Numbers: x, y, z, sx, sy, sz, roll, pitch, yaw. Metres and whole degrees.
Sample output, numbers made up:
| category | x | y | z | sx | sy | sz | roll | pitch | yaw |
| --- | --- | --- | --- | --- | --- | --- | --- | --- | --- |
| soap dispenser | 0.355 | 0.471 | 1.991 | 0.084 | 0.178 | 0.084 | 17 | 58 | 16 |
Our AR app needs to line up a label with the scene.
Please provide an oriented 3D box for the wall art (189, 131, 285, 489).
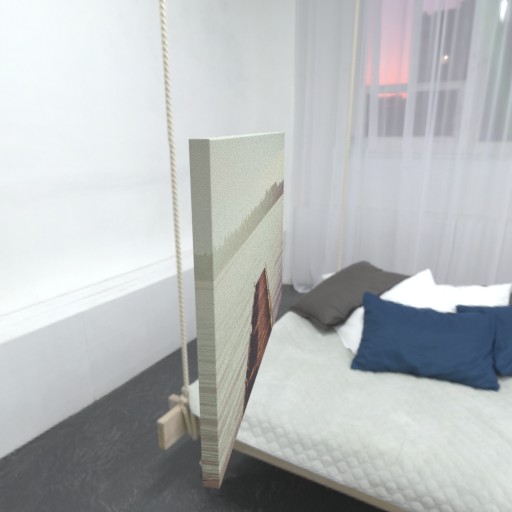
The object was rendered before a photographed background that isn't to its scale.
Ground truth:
| category | x | y | z | sx | sy | sz | roll | pitch | yaw |
| --- | --- | --- | --- | --- | --- | --- | --- | --- | --- |
| wall art | 0.000 | 0.000 | 1.438 | 0.040 | 0.765 | 1.149 | 3 | 17 | 10 |
